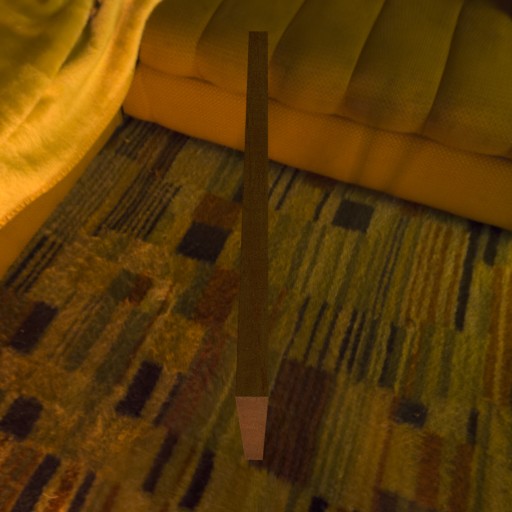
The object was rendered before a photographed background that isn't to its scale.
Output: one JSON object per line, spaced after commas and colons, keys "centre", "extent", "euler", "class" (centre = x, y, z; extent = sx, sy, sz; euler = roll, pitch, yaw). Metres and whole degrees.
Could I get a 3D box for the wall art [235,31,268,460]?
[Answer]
{"centre": [0.000, 0.000, 1.714], "extent": [0.070, 1.009, 1.320], "euler": [1, 58, 0], "class": "wall art"}
